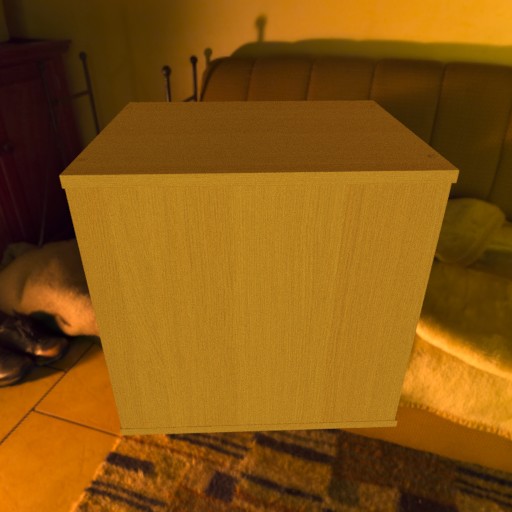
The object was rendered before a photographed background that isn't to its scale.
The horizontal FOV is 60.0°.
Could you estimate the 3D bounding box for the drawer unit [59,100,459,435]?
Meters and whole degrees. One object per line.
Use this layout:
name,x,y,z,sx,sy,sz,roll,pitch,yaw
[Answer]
drawer unit,0.000,0.000,0.598,0.349,0.344,0.290,-1,31,-2
